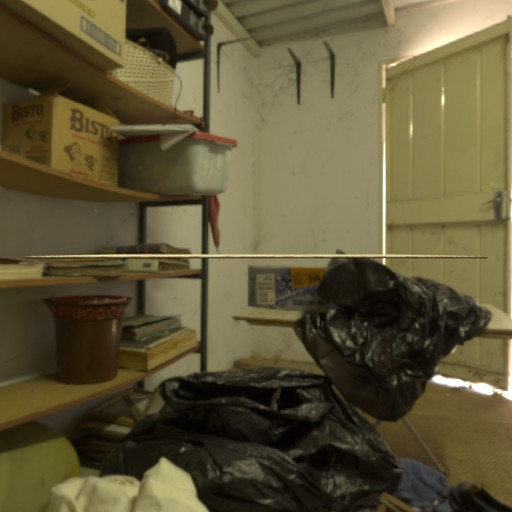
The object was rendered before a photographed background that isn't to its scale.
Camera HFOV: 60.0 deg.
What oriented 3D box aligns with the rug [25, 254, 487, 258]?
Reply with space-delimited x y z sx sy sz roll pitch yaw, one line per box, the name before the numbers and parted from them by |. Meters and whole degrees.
rug | 0.000 0.000 3.088 2.435 0.011 1.526 0 1 0
